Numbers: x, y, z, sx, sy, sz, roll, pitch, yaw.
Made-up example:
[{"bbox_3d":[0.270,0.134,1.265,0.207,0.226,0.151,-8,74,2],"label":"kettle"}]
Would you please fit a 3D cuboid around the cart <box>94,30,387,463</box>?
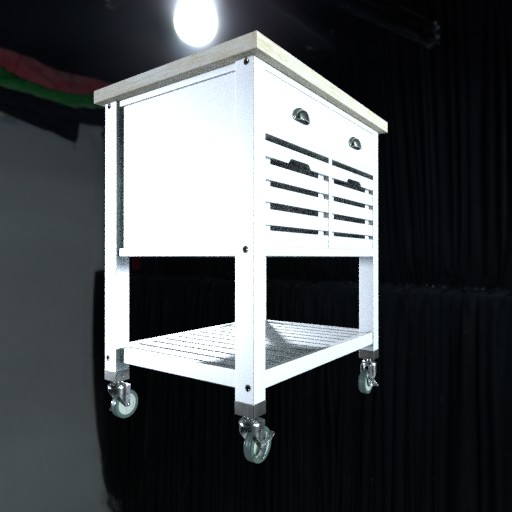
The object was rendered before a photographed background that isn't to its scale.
[{"bbox_3d":[0.000,0.000,1.371,0.559,0.914,0.762,0,0,36],"label":"cart"}]
